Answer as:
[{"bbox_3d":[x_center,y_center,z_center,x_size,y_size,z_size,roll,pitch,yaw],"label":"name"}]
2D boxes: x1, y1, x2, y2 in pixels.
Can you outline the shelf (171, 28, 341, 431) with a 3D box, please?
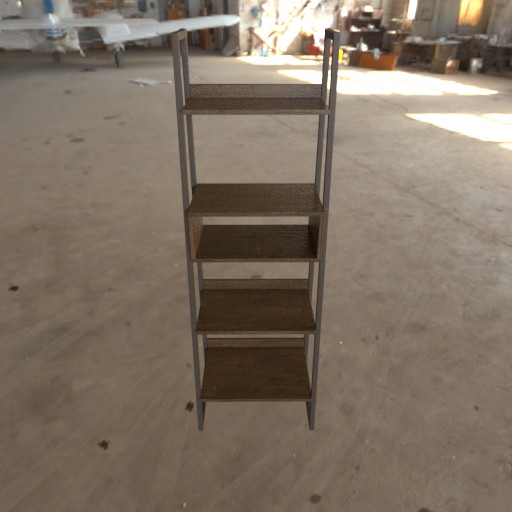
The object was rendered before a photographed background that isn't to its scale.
[{"bbox_3d":[0.000,0.000,2.207,0.652,2.005,0.454,0,29,0],"label":"shelf"}]
